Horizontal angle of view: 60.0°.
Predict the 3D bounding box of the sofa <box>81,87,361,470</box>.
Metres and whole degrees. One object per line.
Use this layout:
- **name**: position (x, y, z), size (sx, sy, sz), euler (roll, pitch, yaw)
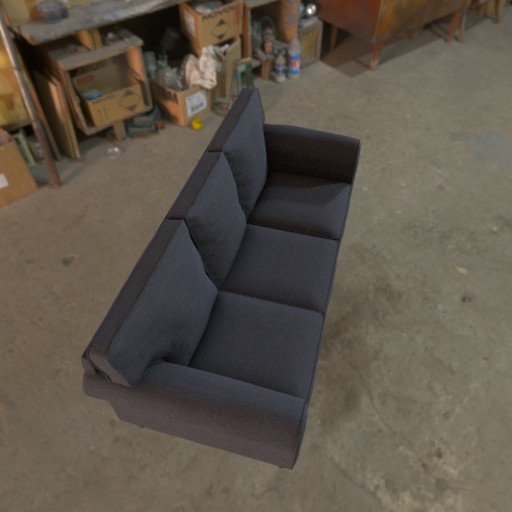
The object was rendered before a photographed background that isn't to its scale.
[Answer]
- **sofa**: position (0.000, 0.000, 2.491), size (0.909, 0.966, 2.084), euler (12, 49, 10)
